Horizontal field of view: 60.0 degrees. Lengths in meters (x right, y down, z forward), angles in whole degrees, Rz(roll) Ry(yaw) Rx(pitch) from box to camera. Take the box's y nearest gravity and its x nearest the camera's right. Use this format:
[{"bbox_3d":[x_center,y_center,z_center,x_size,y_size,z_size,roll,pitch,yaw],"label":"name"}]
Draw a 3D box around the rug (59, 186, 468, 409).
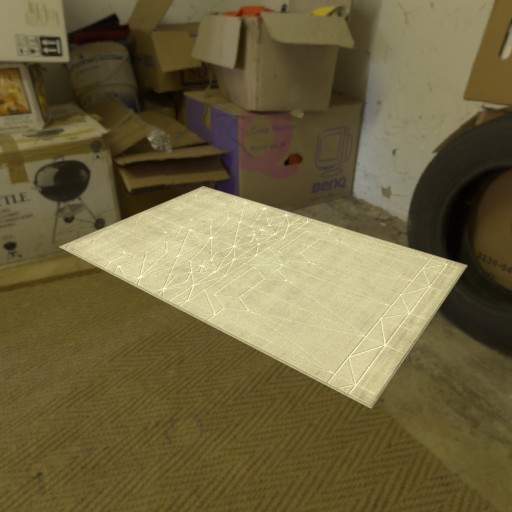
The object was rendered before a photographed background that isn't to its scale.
[{"bbox_3d":[0.000,0.000,3.112,2.438,0.012,1.524,21,36,32],"label":"rug"}]
